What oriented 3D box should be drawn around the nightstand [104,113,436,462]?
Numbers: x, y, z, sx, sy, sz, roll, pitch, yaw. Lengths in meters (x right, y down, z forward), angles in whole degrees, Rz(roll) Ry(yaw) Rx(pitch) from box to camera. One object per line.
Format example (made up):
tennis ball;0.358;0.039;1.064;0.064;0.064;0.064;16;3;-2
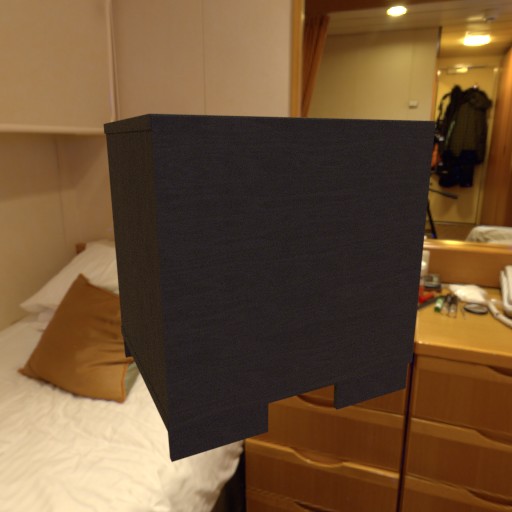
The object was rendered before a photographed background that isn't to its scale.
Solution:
nightstand;0.000;0.000;0.775;0.427;0.448;0.347;-7;16;-25
